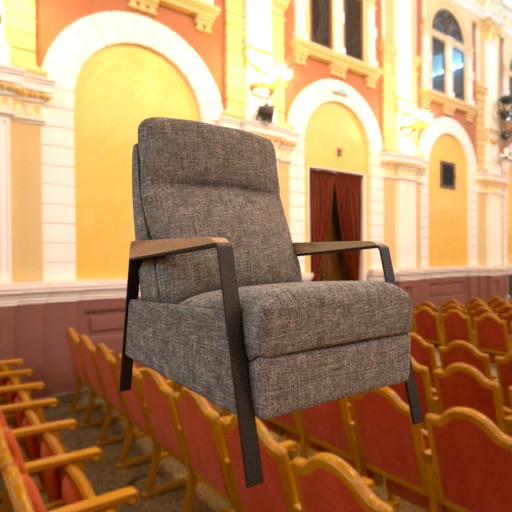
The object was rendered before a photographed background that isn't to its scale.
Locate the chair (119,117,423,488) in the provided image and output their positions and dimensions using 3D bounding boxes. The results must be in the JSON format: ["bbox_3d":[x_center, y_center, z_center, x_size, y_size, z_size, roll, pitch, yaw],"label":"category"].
[{"bbox_3d":[0.000,0.000,1.543,0.671,1.042,0.868,0,1,-36],"label":"chair"}]
